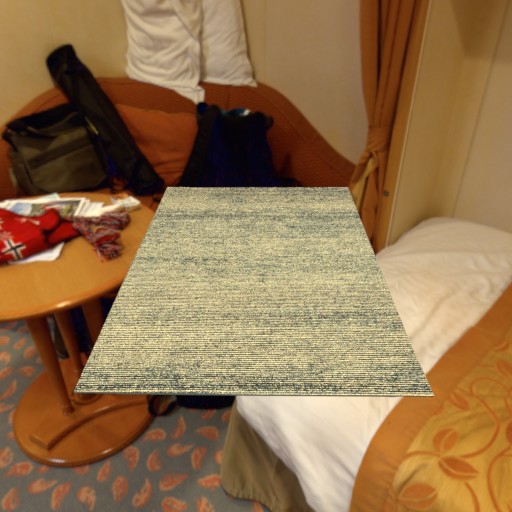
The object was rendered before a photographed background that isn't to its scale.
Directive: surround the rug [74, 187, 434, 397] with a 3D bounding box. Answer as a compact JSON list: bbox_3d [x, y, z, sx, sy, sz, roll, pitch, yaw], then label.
[{"bbox_3d":[0.000,0.000,2.976,1.624,0.030,2.349,0,32,1],"label":"rug"}]
